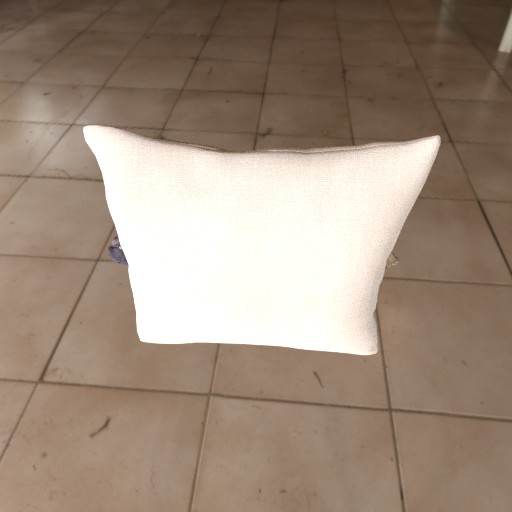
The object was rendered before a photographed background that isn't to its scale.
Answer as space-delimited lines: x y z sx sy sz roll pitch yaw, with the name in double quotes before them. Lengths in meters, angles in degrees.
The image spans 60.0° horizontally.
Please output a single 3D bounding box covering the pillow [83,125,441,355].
"pillow" 0.000 0.000 0.749 0.489 0.481 0.165 3 44 3
